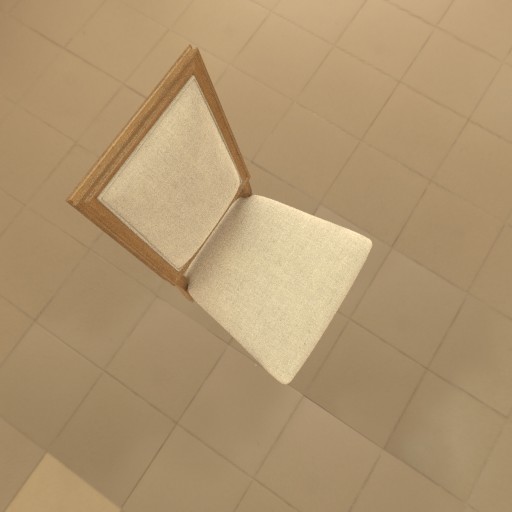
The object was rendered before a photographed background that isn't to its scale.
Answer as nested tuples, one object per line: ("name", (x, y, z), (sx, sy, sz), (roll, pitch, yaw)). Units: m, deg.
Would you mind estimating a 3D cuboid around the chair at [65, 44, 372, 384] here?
("chair", (0.000, 0.000, 1.322), (0.601, 0.988, 0.536), (32, 78, 7))
